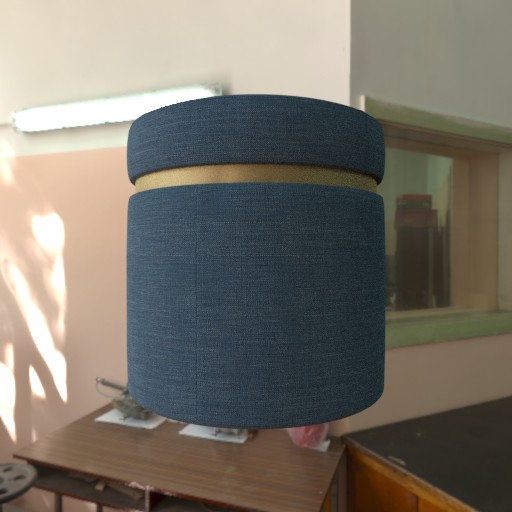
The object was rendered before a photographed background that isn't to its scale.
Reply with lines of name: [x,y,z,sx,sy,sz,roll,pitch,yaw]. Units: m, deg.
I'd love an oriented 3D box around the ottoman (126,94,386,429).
ottoman: [0.000,0.000,0.709,0.398,0.406,0.398,0,1,0]
